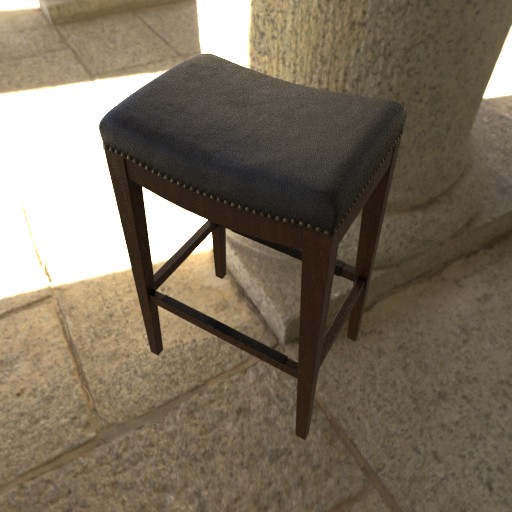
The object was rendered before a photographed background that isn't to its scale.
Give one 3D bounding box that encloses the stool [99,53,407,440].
[{"bbox_3d":[0.000,0.000,1.034,0.500,0.765,0.361,23,51,20],"label":"stool"}]
